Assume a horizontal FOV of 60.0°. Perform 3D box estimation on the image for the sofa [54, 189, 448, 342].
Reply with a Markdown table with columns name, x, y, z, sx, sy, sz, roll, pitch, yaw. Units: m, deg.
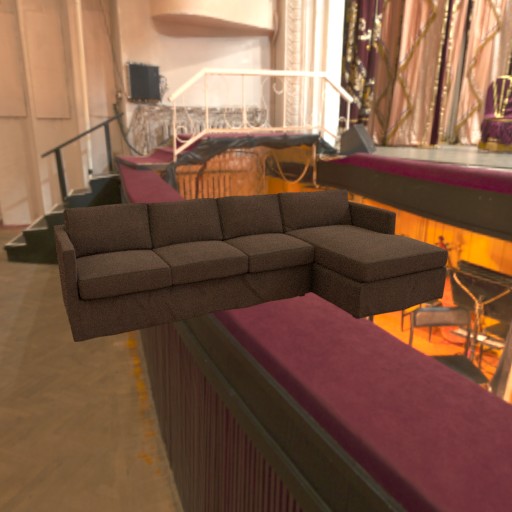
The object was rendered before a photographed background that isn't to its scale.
| name | x | y | z | sx | sy | sz | roll | pitch | yaw |
| --- | --- | --- | --- | --- | --- | --- | --- | --- | --- |
| sofa | 0.000 | 0.000 | 3.993 | 3.205 | 0.922 | 1.650 | -8 | 18 | -26 |
